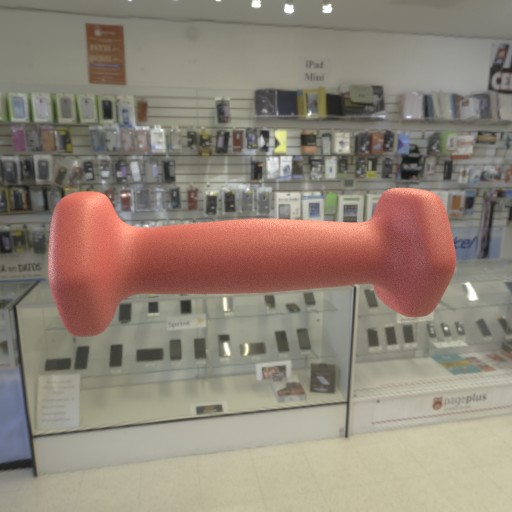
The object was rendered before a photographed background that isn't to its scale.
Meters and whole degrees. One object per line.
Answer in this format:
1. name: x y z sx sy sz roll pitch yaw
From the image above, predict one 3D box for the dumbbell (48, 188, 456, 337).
1. dumbbell: 0.000 0.000 0.146 0.123 0.043 0.047 -2 13 -9
